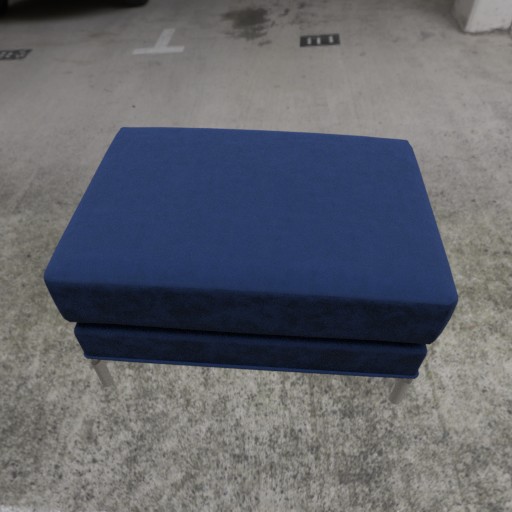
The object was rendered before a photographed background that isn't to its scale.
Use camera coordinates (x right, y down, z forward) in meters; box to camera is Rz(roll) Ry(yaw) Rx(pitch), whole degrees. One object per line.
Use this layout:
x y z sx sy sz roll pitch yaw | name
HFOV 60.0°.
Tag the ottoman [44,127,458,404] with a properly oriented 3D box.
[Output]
0.000 0.000 1.202 0.835 0.498 0.587 3 47 3 | ottoman
